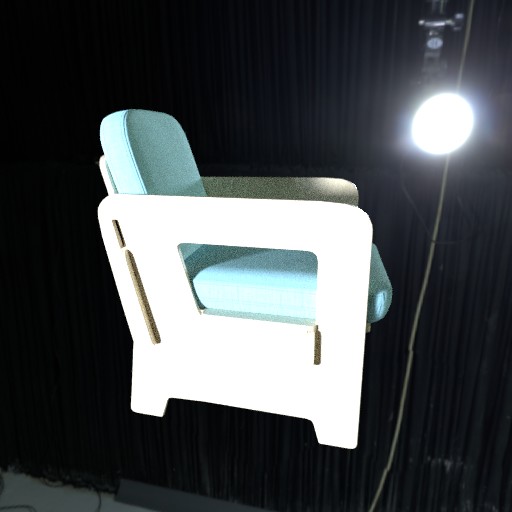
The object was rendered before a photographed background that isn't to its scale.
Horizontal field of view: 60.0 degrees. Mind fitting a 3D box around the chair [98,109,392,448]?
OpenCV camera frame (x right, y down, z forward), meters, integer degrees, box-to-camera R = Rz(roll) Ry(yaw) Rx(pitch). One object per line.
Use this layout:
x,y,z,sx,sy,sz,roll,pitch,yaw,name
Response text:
0.000,0.000,1.277,0.710,0.800,0.590,3,15,9,chair
